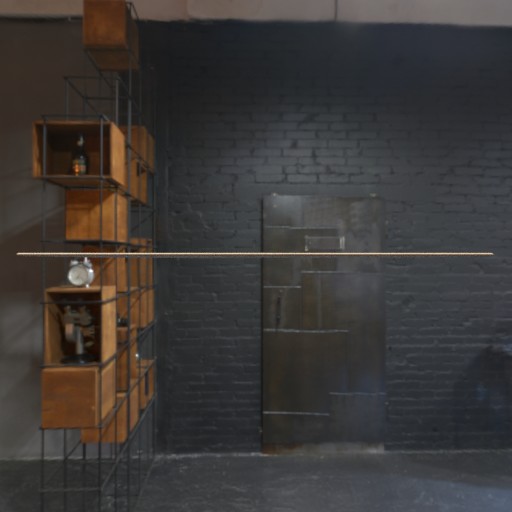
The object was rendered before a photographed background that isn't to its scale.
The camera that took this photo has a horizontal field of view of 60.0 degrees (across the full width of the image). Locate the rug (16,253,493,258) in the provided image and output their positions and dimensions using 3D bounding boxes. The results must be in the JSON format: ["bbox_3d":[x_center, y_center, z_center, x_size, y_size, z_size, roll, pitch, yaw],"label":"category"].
[{"bbox_3d":[0.000,0.000,2.876,2.294,0.014,1.528,0,-1,-1],"label":"rug"}]
